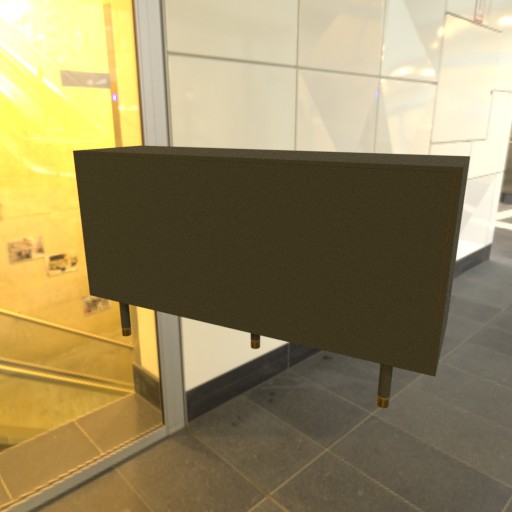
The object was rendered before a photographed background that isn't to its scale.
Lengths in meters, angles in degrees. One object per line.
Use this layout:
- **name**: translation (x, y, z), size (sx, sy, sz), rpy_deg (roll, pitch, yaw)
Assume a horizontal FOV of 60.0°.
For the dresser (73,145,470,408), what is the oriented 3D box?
- **dresser**: translation (0.000, 0.000, 1.920), size (1.558, 0.872, 0.463), rpy_deg (9, 19, 26)
